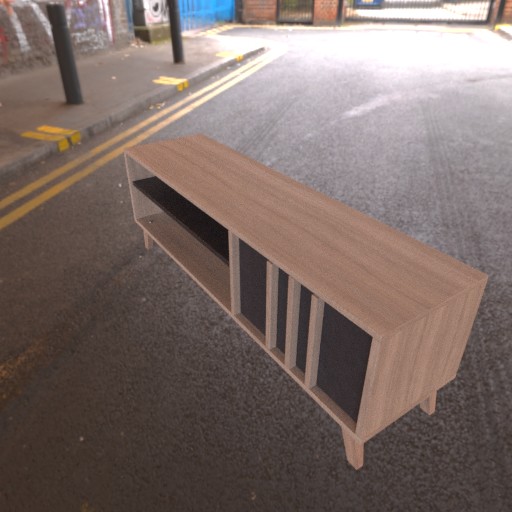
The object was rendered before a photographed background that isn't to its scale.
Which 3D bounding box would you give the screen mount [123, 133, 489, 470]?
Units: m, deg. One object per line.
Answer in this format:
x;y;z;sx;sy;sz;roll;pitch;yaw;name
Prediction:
0.000;0.000;1.680;0.401;0.509;1.500;-20;37;-29;screen mount
